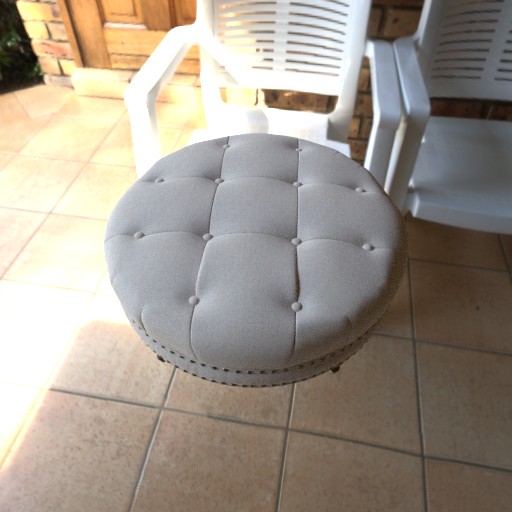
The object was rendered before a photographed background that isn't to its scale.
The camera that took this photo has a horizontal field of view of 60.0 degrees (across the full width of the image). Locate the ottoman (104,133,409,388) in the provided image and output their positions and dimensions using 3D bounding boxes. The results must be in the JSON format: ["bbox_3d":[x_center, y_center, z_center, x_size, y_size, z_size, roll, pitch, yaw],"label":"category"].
[{"bbox_3d":[0.000,0.000,1.490,0.940,0.483,0.940,0,47,0],"label":"ottoman"}]
